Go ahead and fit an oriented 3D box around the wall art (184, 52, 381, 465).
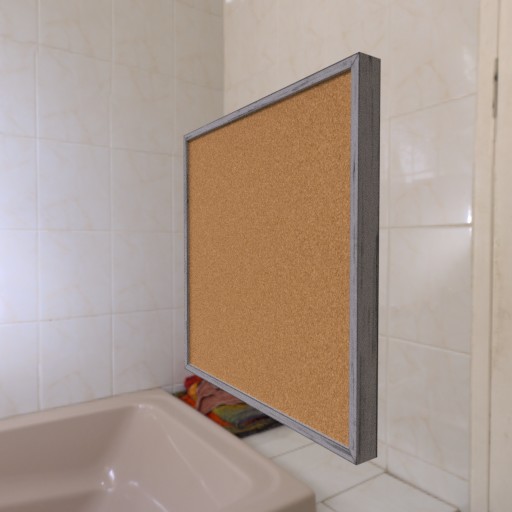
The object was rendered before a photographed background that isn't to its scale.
[{"bbox_3d":[0.000,0.000,0.762,0.038,0.506,0.506,-1,2,-34],"label":"wall art"}]
